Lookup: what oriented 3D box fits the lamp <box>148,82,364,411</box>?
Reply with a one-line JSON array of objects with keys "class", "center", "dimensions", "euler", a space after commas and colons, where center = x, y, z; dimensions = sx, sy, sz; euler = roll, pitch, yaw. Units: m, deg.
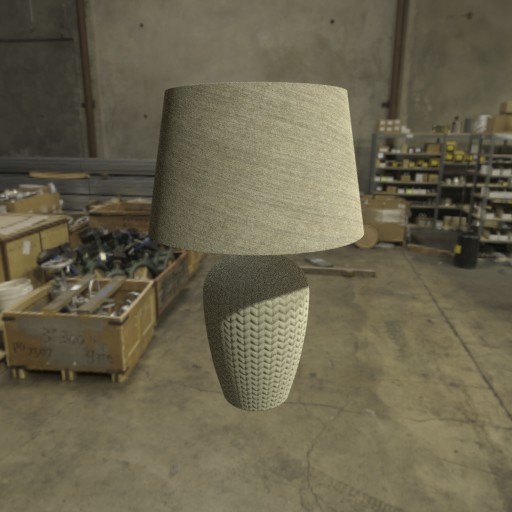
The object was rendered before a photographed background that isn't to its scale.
[{"class": "lamp", "center": [0.000, 0.000, 0.835], "dimensions": [0.390, 0.580, 0.390], "euler": [0, 15, 0]}]
